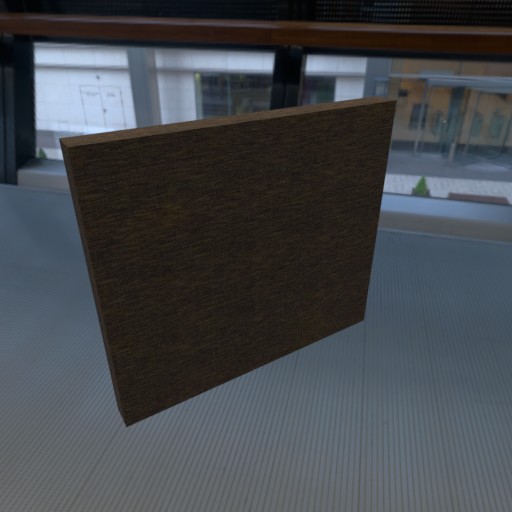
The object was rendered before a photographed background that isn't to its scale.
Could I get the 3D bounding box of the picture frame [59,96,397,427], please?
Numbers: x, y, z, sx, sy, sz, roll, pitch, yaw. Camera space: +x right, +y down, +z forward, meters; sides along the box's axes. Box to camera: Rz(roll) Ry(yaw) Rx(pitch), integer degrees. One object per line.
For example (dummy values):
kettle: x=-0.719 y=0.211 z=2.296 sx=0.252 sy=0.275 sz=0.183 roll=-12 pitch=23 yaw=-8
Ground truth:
picture frame: x=0.000 y=0.000 z=0.536 sx=0.378 sy=0.330 sz=0.033 roll=-17 pitch=34 yaw=-28
